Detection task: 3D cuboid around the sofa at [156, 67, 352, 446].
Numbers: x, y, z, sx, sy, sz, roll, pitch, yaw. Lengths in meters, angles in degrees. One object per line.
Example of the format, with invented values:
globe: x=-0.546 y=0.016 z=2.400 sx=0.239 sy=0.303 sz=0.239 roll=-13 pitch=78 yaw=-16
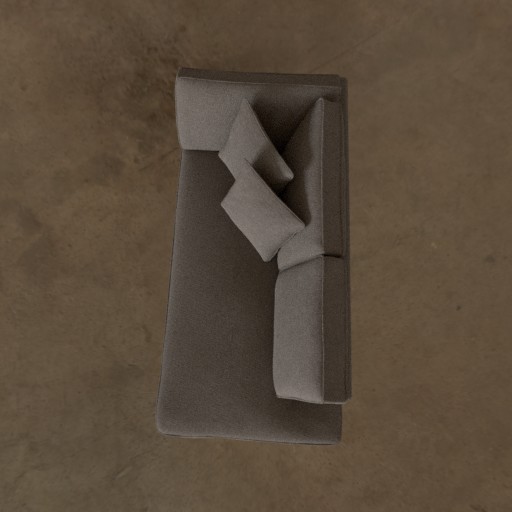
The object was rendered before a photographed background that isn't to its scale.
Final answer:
sofa: x=0.000 y=0.000 z=2.836 sx=1.110 sy=1.033 sz=2.237 roll=2 pitch=76 yaw=1
